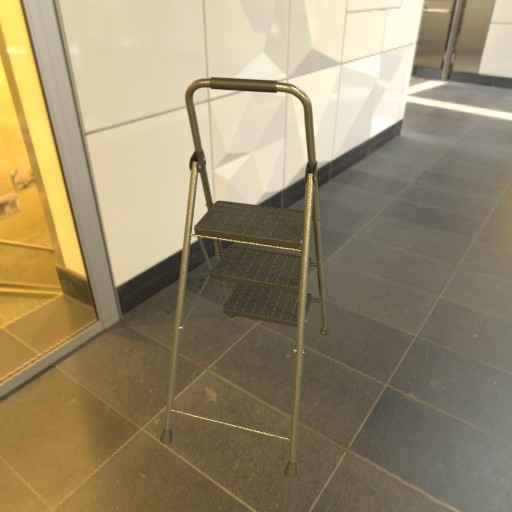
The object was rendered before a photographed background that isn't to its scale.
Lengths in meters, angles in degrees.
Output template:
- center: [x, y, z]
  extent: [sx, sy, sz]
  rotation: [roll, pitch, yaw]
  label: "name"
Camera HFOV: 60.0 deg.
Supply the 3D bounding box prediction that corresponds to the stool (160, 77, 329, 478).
- center: [0.000, 0.000, 1.441]
  extent: [0.473, 1.121, 0.733]
  rotation: [9, 33, 14]
  label: "stool"
